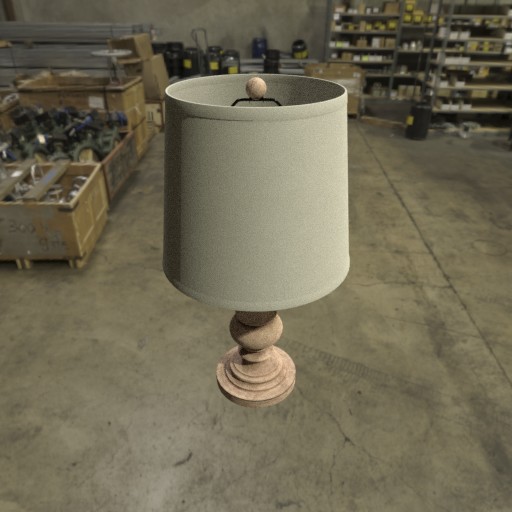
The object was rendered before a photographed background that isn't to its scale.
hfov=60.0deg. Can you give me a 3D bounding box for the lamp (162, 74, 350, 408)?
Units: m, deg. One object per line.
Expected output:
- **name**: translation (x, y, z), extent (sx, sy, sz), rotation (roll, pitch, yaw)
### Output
- **lamp**: translation (0.000, 0.000, 0.657), extent (0.273, 0.497, 0.273), rotation (0, 31, 0)
